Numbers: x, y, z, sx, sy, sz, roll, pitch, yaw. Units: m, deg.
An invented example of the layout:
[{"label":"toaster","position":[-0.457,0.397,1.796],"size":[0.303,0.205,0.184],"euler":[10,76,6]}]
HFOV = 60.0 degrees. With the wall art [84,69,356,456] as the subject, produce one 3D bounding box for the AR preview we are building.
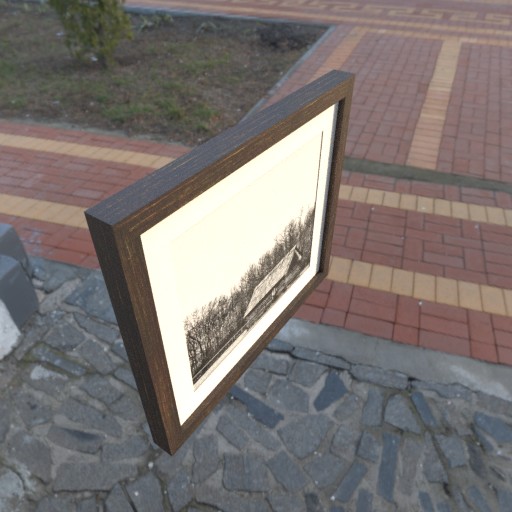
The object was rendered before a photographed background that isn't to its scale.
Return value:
[{"label":"wall art","position":[0.000,0.000,0.533],"size":[0.031,0.330,0.381],"euler":[24,46,26]}]
